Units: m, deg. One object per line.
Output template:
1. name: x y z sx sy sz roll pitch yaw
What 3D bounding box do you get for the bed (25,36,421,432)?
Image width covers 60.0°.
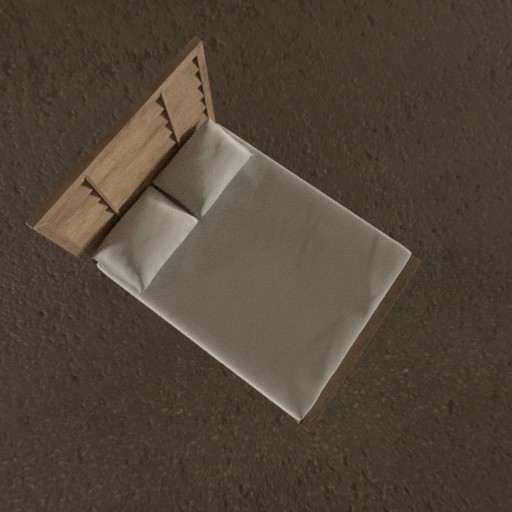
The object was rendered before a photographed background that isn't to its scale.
1. bed: 0.000 0.000 3.402 2.197 1.626 1.626 35 78 9
